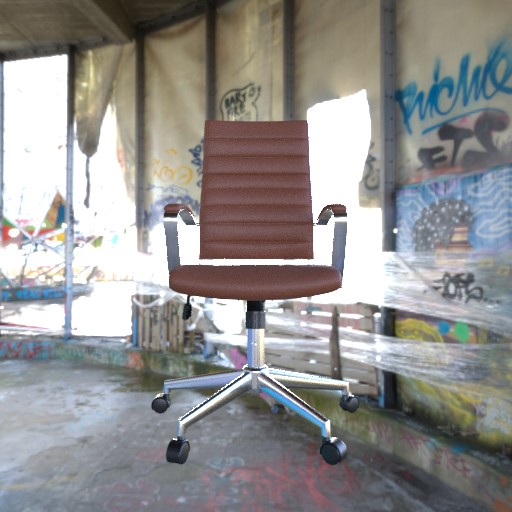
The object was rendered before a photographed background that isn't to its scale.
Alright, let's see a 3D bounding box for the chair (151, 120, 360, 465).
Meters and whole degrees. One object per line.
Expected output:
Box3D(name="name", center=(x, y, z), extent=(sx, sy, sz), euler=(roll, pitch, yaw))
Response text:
Box3D(name="chair", center=(0.000, 0.000, 1.562), extent=(0.766, 1.149, 0.739), euler=(0, 0, 0))
